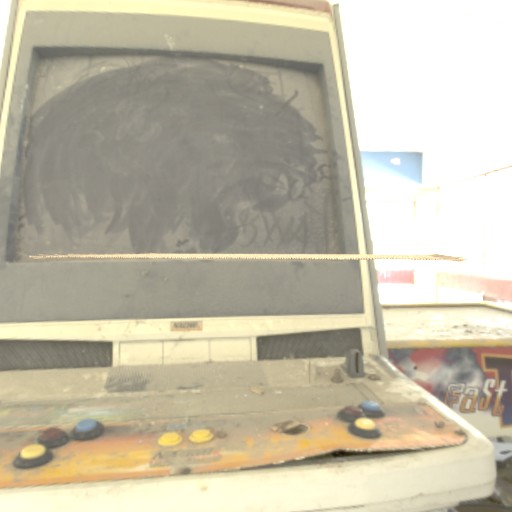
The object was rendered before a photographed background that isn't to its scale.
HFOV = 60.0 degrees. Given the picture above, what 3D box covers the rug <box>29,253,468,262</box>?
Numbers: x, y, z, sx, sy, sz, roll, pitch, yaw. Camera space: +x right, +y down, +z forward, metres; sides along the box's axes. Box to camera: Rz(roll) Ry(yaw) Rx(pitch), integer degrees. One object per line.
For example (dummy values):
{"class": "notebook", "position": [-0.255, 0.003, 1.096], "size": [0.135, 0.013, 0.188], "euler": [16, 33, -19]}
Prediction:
{"class": "rug", "position": [0.000, 0.000, 2.488], "size": [2.021, 0.027, 1.224], "euler": [0, 1, 18]}
